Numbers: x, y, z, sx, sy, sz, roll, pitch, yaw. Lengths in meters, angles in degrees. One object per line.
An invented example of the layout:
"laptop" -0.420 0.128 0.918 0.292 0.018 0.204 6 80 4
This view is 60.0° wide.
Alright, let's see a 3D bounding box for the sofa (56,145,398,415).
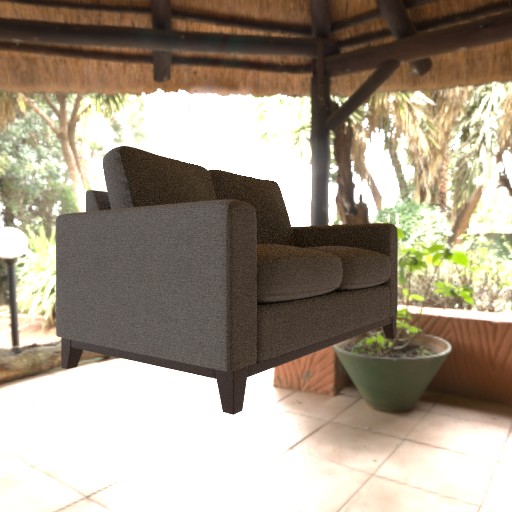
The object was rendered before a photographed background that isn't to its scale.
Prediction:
"sofa" 0.000 0.000 2.034 0.917 0.873 1.420 0 1 36
